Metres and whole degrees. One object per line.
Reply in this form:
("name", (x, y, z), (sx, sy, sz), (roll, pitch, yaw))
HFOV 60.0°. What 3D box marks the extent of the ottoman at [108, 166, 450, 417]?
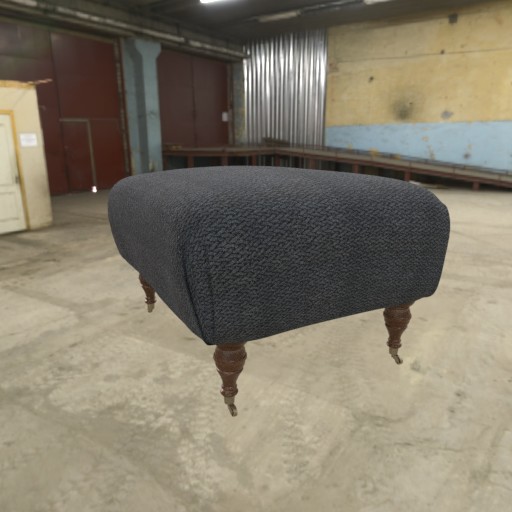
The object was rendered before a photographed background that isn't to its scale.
("ottoman", (0.000, 0.000, 1.147), (0.622, 0.450, 0.747), (-8, 17, -27))
